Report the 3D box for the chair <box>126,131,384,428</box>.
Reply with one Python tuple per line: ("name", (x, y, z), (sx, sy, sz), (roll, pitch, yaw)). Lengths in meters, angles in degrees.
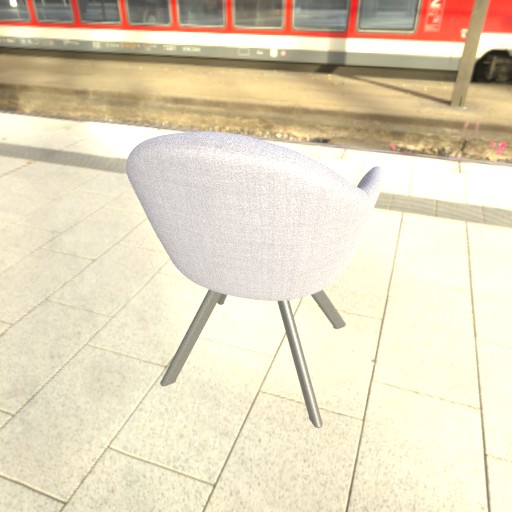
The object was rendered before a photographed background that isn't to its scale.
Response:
("chair", (0.000, 0.000, 1.199), (0.590, 0.795, 0.550), (10, 34, 15))
